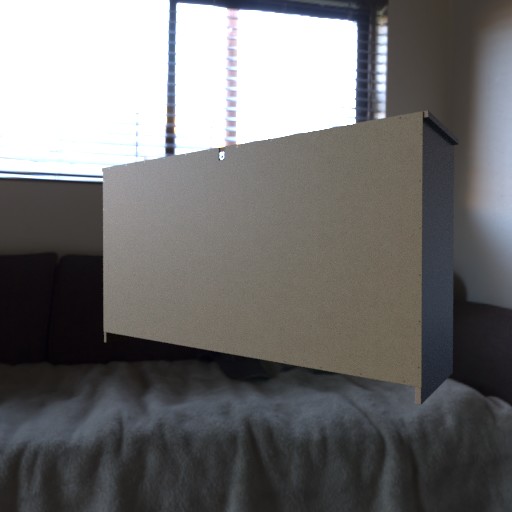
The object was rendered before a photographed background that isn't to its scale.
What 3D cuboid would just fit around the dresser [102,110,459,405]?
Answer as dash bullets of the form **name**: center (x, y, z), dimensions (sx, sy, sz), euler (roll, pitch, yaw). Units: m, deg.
- **dresser**: center (0.000, 0.000, 1.687), dimensions (1.360, 0.755, 0.401), euler (1, 1, 36)
